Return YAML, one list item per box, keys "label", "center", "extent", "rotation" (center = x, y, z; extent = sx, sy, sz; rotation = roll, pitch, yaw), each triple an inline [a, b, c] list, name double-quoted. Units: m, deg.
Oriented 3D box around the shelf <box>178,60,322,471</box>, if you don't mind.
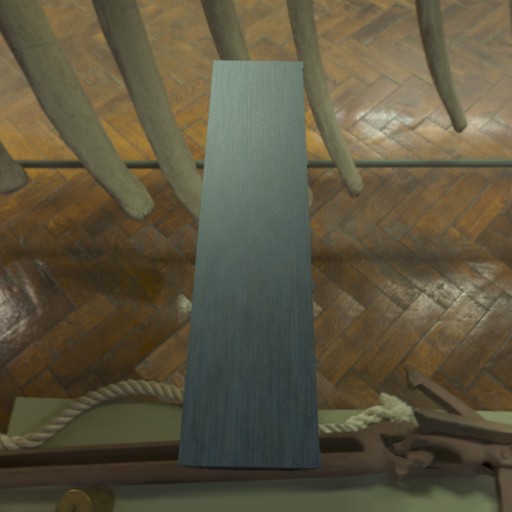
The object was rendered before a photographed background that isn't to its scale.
- label: "shelf"
  center: [0.000, 0.000, 2.164]
  extent: [0.471, 0.715, 1.878]
  rotation: [1, 63, 0]
